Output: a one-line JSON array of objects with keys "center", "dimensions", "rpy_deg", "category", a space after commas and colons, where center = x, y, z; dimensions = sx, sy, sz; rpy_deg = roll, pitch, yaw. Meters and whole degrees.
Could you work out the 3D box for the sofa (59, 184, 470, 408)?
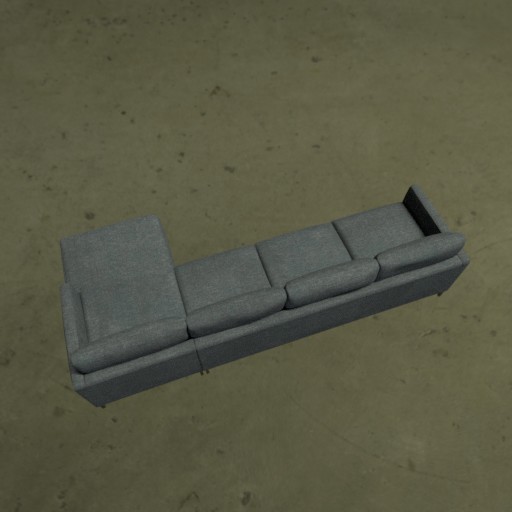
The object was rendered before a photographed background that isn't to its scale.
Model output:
[{"center": [0.000, 0.000, 3.491], "dimensions": [2.932, 0.810, 1.350], "rpy_deg": [-16, 60, -10], "category": "sofa"}]
